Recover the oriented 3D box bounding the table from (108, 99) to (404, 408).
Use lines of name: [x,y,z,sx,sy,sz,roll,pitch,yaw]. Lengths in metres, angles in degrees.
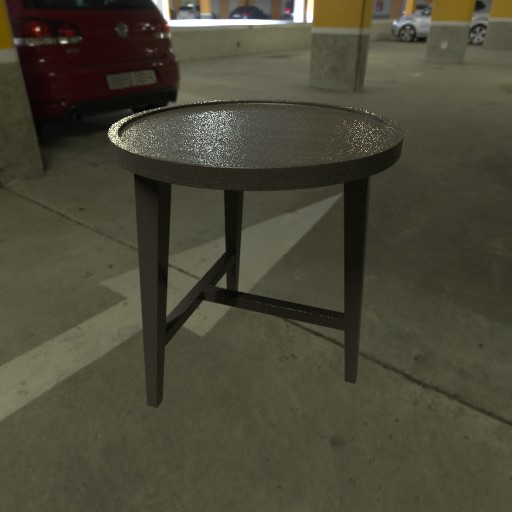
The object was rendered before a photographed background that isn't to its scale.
table: [0.000,0.000,0.907,0.500,0.531,0.500,0,29,0]
